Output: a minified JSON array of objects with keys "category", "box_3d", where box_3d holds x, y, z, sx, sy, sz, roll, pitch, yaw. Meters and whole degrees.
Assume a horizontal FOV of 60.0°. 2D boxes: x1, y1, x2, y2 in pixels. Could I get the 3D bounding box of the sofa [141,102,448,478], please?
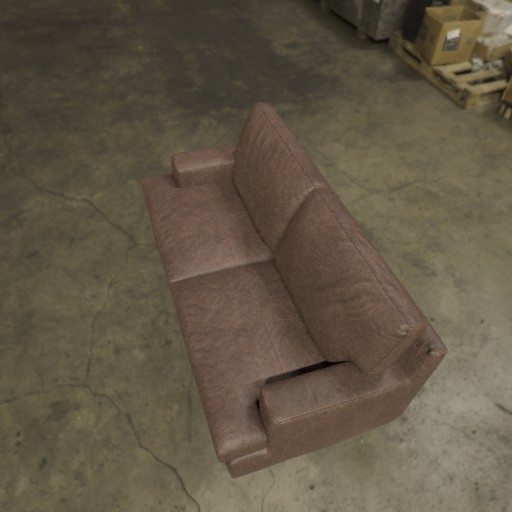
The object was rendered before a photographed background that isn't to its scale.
[{"category":"sofa","box_3d":[0.000,0.000,2.811,1.143,0.941,2.261,-15,50,-13]}]
